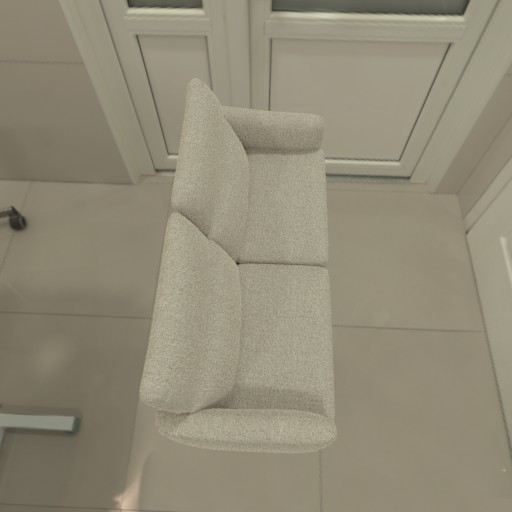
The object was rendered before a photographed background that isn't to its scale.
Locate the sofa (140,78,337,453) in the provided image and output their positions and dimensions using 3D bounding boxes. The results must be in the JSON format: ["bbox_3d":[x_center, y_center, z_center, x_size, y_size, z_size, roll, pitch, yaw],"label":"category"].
[{"bbox_3d":[0.000,0.000,2.509,0.856,0.956,2.015,2,63,1],"label":"sofa"}]
